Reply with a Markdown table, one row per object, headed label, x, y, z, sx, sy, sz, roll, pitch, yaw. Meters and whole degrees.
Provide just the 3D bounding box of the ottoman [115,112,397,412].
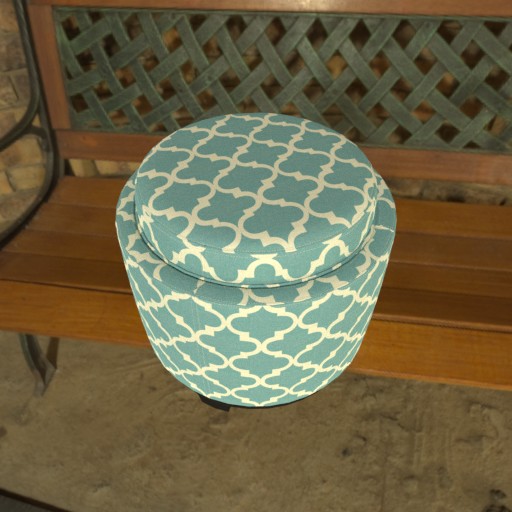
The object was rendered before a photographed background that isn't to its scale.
| label | x | y | z | sx | sy | sz | roll | pitch | yaw |
| --- | --- | --- | --- | --- | --- | --- | --- | --- | --- |
| ottoman | 0.000 | 0.000 | 0.862 | 0.480 | 0.429 | 0.480 | 0 | 46 | 0 |
